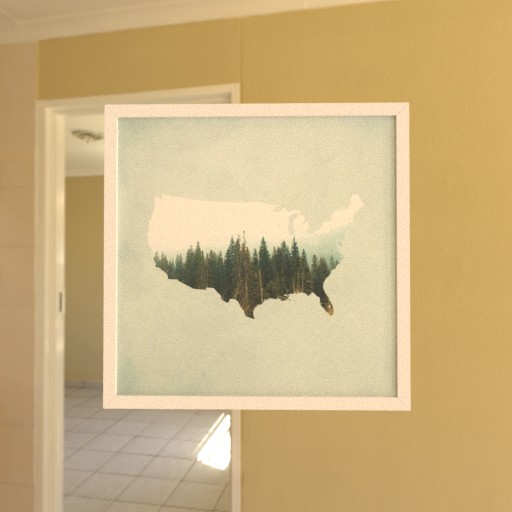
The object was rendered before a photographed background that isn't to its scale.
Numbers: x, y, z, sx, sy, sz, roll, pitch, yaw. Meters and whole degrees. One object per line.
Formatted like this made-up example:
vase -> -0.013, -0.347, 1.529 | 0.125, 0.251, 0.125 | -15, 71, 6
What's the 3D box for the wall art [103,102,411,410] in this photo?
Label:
wall art -> 0.000, 0.000, 0.453 | 0.304, 0.304, 0.024 | 0, -1, 1
